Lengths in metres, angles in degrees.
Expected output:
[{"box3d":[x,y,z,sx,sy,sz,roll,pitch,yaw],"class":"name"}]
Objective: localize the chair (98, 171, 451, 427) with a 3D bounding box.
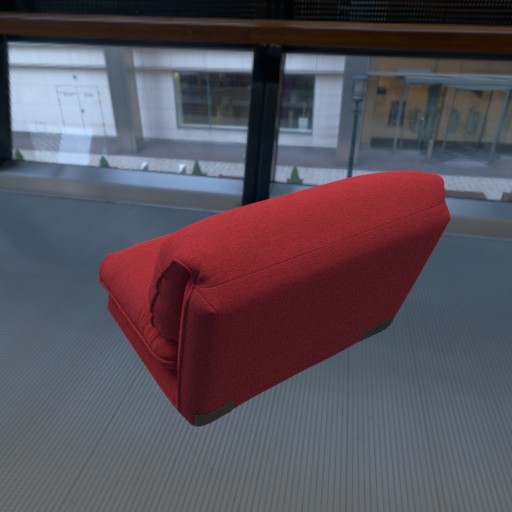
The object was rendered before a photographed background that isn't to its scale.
[{"box3d":[0.000,0.000,1.377,0.820,0.580,0.780,-19,35,-30],"class":"chair"}]
